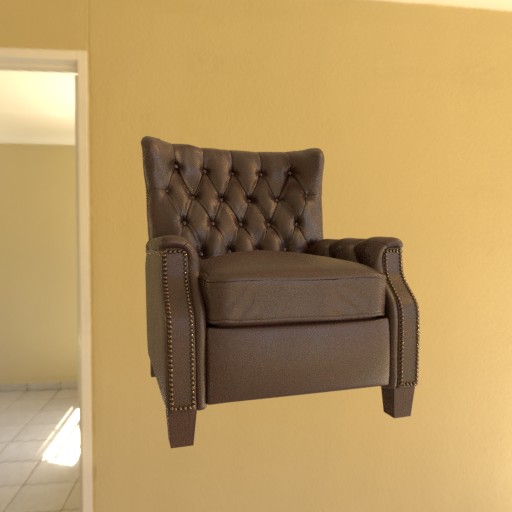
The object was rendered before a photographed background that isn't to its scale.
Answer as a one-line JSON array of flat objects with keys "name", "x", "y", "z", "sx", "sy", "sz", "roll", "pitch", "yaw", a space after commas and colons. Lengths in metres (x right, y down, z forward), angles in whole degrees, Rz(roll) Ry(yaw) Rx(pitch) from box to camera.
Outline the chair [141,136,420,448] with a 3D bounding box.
[{"name": "chair", "x": 0.000, "y": 0.000, "z": 1.462, "sx": 0.709, "sy": 0.864, "sz": 0.823, "roll": 0, "pitch": 1, "yaw": -17}]
